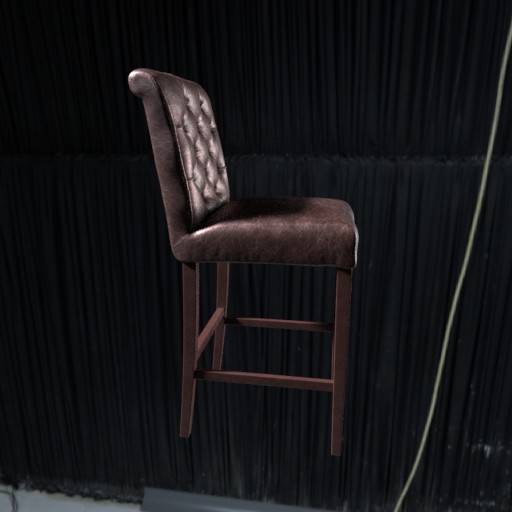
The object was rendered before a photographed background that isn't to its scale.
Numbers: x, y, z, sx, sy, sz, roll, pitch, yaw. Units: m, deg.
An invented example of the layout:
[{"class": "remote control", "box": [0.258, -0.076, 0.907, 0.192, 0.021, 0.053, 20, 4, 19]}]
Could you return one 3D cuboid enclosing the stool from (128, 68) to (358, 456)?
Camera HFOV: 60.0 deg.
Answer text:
[{"class": "stool", "box": [0.000, 0.000, 1.526, 0.659, 1.168, 0.483, 3, 16, 9]}]
